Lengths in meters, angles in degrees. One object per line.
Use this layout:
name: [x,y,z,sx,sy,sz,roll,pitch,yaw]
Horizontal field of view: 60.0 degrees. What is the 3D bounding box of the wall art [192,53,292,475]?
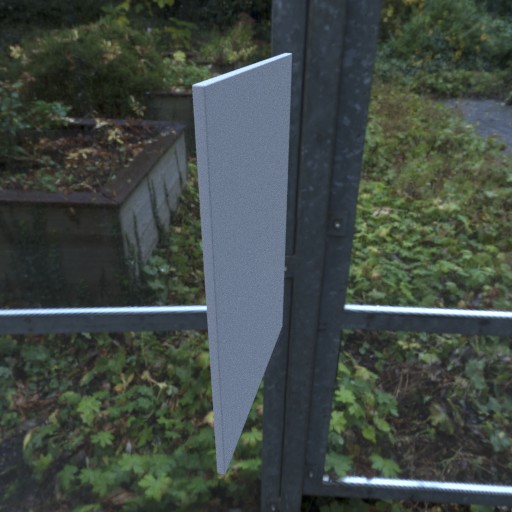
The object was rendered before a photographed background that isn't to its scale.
wall art: [0.000,0.000,0.605,0.011,0.482,0.329,8,30,14]
